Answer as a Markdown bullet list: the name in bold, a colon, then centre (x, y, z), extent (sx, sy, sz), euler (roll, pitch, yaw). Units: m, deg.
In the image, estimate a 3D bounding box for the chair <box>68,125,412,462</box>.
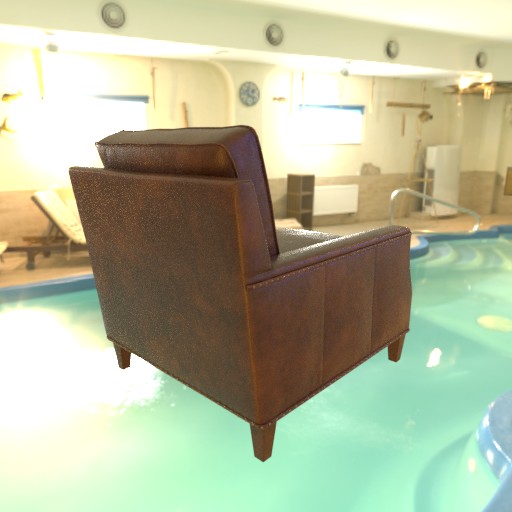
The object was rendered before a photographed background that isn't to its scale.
- **chair**: centre (0.000, 0.000, 1.689), extent (0.853, 0.929, 1.014), euler (13, 20, 42)
